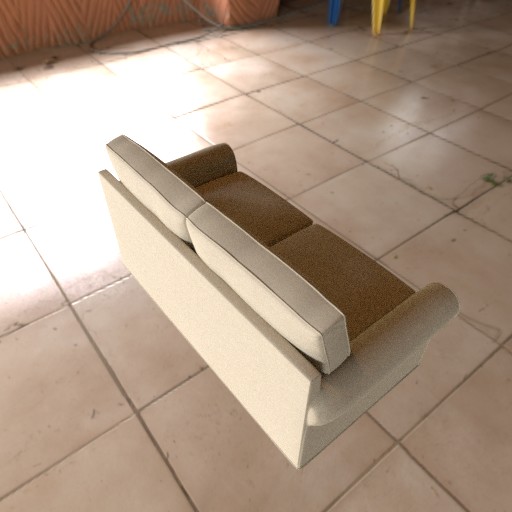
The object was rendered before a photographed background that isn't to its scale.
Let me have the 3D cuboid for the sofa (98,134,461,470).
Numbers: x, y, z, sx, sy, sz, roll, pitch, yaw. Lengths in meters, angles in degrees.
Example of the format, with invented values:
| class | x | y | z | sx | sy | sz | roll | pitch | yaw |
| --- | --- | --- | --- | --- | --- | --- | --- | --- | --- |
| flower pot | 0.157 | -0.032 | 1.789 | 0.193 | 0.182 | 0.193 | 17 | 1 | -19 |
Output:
| class | x | y | z | sx | sy | sz | roll | pitch | yaw |
| --- | --- | --- | --- | --- | --- | --- | --- | --- | --- |
| sofa | 0.000 | 0.000 | 2.263 | 0.861 | 0.933 | 1.774 | -29 | 50 | -27 |
